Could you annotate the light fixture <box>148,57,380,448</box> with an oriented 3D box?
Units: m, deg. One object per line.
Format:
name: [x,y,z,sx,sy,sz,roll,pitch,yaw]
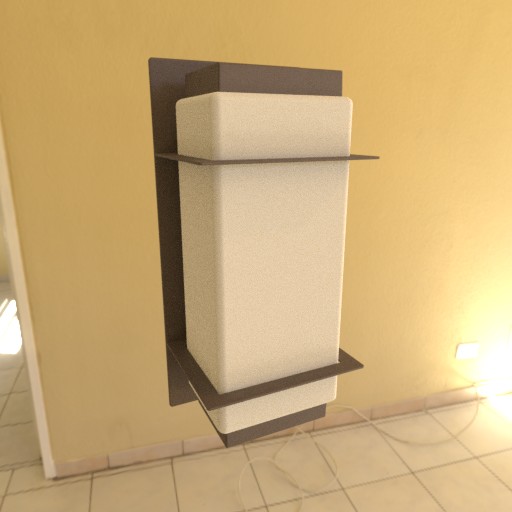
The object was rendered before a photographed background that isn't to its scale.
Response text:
light fixture: [0.000,0.000,0.414,0.153,0.347,0.146,-8,18,-25]
